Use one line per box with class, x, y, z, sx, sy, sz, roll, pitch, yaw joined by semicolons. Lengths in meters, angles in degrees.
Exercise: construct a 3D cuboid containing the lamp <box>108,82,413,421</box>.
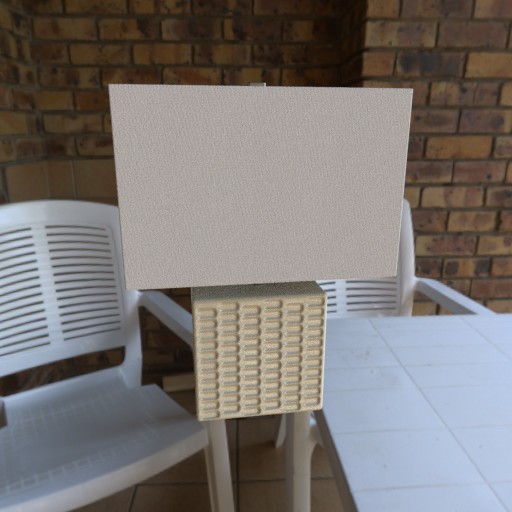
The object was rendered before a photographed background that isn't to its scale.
lamp;0.000;0.000;0.705;0.380;0.515;0.200;-2;16;-8
